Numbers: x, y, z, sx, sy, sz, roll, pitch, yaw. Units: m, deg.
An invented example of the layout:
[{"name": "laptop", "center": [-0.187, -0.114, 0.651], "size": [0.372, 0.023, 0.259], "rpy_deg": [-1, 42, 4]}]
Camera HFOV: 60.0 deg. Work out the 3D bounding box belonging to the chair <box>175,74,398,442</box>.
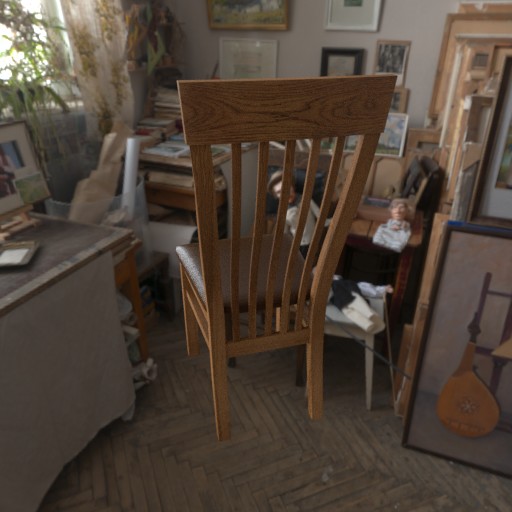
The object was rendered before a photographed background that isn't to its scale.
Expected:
[{"name": "chair", "center": [0.000, 0.000, 1.334], "size": [0.450, 1.050, 0.580], "rpy_deg": [-7, 28, -14]}]
